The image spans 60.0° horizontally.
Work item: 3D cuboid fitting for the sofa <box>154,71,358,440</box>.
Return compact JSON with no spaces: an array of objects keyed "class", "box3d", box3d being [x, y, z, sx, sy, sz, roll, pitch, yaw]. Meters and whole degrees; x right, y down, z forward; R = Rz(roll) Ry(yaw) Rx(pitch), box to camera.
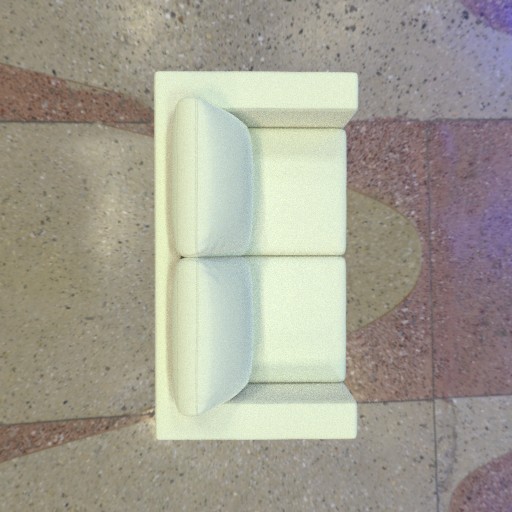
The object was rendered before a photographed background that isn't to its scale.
[{"class":"sofa","box3d":[0.000,0.000,2.360,1.009,0.932,1.813,0,91,-1]}]
